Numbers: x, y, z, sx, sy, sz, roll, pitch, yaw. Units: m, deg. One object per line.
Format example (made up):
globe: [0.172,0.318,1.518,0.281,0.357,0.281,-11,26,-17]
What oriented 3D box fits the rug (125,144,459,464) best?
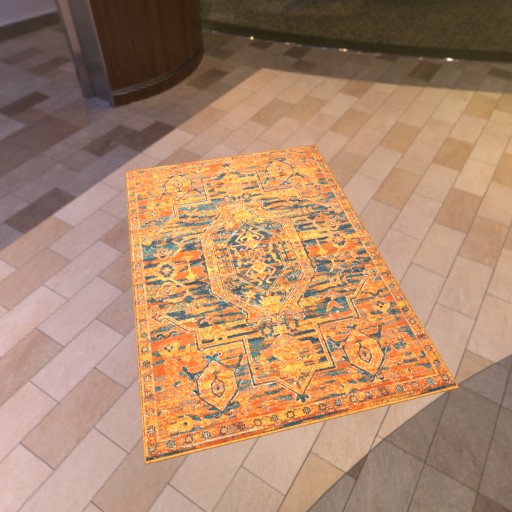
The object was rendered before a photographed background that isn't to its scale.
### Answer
rug: [0.000,0.000,3.708,2.043,0.019,2.916,-10,48,-9]
